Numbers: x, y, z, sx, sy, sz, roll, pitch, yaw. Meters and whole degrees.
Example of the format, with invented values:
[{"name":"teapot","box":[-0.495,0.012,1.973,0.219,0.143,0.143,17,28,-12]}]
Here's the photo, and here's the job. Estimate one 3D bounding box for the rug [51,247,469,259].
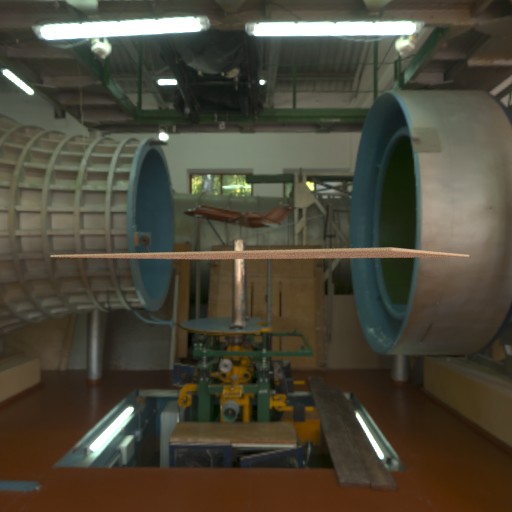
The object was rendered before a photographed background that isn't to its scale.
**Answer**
[{"name":"rug","box":[0.000,0.000,2.894,2.290,0.014,1.526,-1,-1,35]}]
